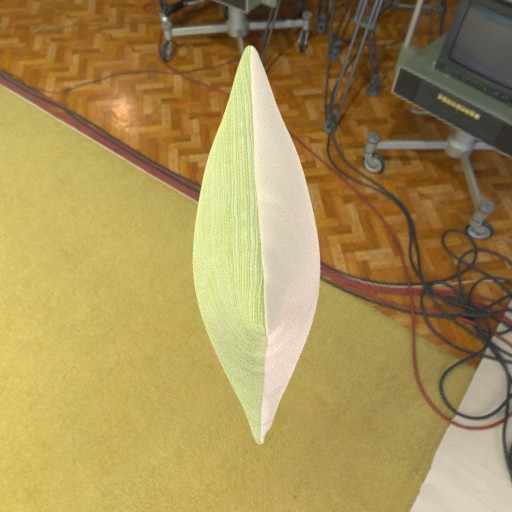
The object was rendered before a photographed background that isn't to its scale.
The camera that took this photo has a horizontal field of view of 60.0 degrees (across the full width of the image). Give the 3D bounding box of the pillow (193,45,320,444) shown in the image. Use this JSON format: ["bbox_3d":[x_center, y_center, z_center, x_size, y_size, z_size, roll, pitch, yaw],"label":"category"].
[{"bbox_3d":[0.000,0.000,0.808,0.229,0.487,0.560,-2,57,-1],"label":"pillow"}]
